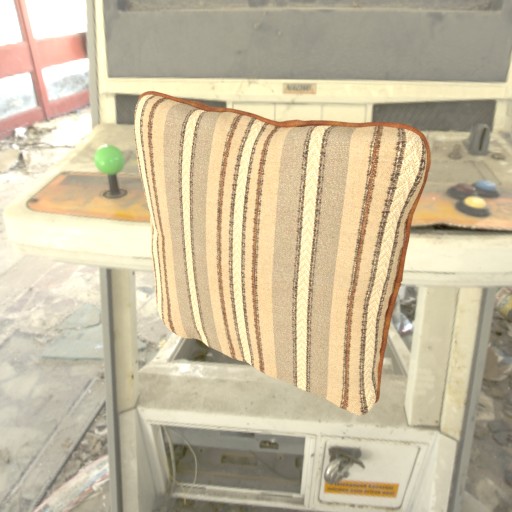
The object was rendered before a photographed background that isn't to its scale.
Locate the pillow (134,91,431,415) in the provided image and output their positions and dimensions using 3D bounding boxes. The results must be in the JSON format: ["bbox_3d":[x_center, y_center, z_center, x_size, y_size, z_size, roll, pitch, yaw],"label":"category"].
[{"bbox_3d":[0.000,0.000,0.747,0.489,0.490,0.130,18,35,27],"label":"pillow"}]
